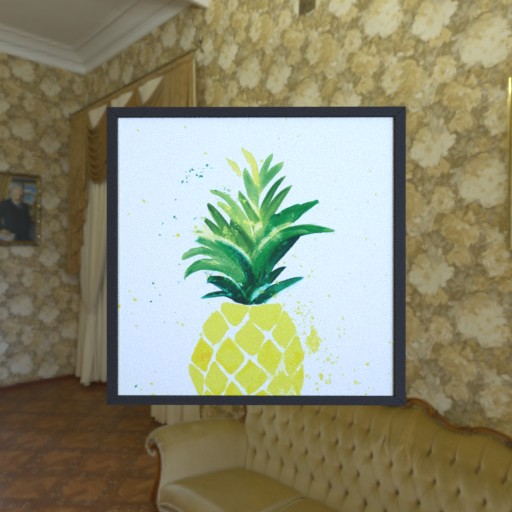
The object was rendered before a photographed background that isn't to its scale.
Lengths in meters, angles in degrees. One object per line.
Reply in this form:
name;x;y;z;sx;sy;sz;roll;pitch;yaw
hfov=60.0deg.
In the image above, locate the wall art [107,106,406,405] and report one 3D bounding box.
wall art;0.000;0.000;0.468;0.305;0.304;0.033;0;0;0
